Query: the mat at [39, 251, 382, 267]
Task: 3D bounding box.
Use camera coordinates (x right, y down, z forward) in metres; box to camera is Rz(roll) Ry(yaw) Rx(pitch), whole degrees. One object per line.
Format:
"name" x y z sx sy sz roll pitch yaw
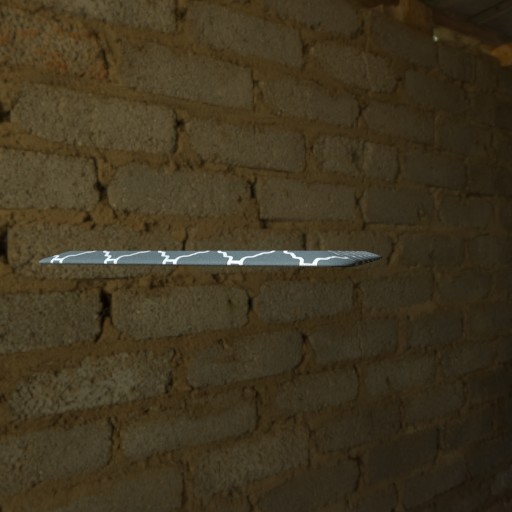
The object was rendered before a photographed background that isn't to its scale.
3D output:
"mat" 0.000 0.000 0.984 0.508 0.021 0.762 0 1 19
